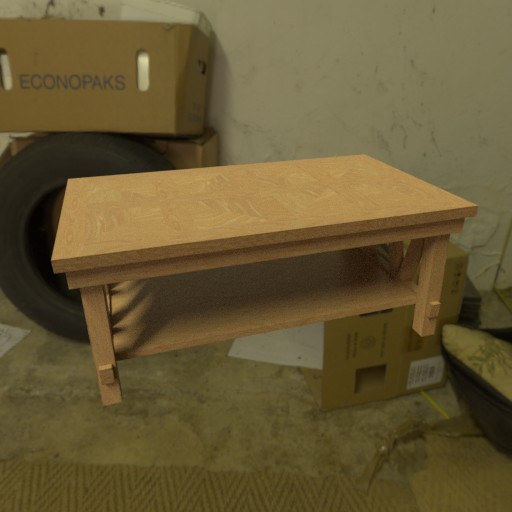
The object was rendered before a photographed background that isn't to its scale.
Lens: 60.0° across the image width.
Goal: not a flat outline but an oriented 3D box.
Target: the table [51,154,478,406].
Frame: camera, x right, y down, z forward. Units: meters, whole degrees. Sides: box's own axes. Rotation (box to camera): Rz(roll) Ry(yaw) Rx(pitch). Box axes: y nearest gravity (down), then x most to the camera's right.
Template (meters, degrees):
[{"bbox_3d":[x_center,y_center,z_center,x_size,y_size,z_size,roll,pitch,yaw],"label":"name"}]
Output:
[{"bbox_3d":[0.000,0.000,1.664,1.270,0.507,0.711,-8,28,-16],"label":"table"}]
